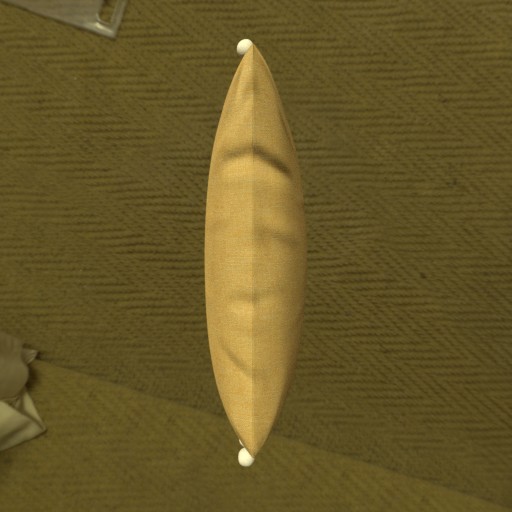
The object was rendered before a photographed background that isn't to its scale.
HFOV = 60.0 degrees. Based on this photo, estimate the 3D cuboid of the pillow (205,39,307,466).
[{"bbox_3d":[0.000,0.000,0.849,0.201,0.322,0.709,0,91,1],"label":"pillow"}]
